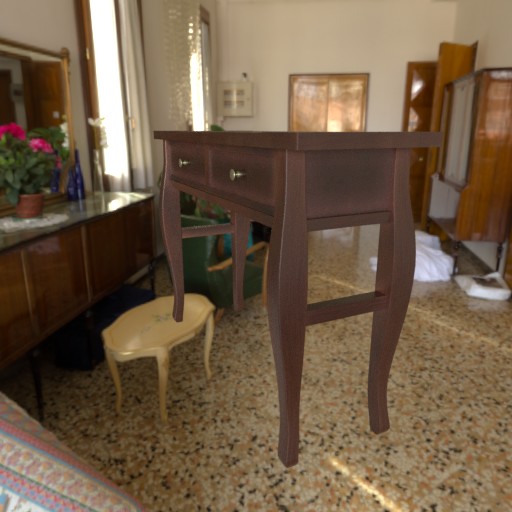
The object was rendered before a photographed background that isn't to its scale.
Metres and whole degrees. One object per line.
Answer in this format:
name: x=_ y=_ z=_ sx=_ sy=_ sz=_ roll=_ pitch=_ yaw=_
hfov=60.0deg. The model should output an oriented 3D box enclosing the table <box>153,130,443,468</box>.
table: x=0.000 y=0.000 z=1.417 sx=0.373 sy=0.768 sz=1.062 roll=-8 pitch=18 yaw=-25
